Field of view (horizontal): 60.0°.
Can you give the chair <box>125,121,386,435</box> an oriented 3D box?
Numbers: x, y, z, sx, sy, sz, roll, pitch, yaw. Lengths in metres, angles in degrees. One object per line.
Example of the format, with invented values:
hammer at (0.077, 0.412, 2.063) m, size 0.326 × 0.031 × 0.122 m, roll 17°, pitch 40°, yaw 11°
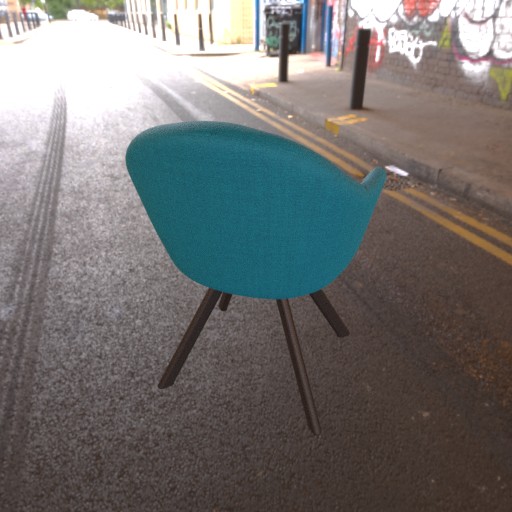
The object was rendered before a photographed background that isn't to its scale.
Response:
chair at (0.000, 0.000, 1.188) m, size 0.590 × 0.795 × 0.550 m, roll 10°, pitch 31°, yaw 18°
